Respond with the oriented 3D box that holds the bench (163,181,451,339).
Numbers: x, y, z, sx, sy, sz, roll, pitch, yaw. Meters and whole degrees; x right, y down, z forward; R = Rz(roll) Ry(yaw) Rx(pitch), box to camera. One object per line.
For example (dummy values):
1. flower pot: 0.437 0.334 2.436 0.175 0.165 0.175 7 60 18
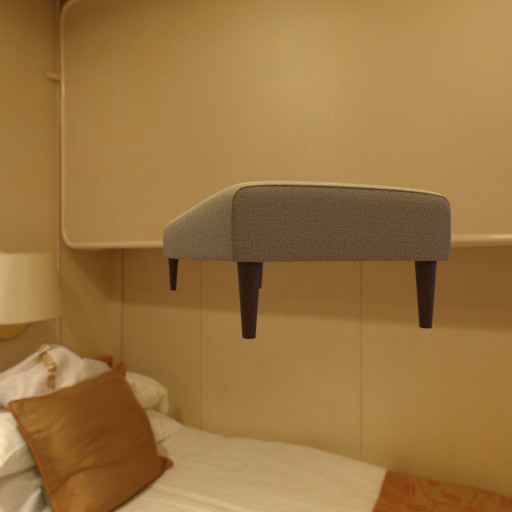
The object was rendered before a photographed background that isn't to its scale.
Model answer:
1. bench: 0.000 0.000 1.869 0.646 0.393 1.609 0 0 -17
